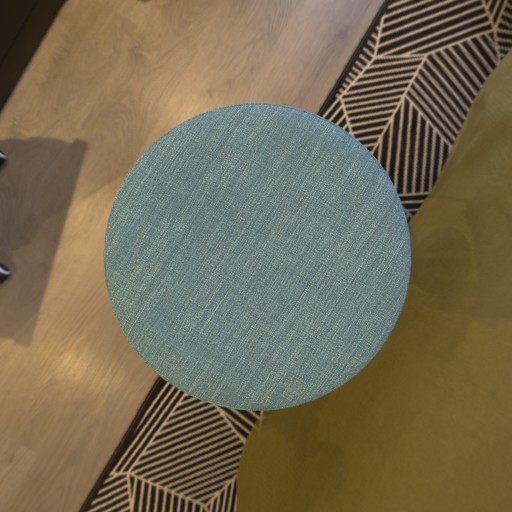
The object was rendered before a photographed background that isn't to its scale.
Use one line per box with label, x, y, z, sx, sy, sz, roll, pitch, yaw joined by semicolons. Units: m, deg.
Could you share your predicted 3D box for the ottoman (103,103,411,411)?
ottoman;0.000;0.000;0.745;0.398;0.406;0.398;0;91;-1
